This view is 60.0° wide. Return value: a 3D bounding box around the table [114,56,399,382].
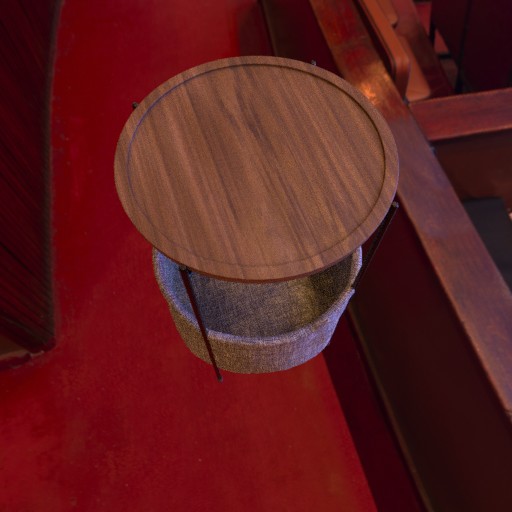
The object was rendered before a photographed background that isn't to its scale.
[{"bbox_3d":[0.000,0.000,0.882,0.400,0.623,0.400,-17,64,-8],"label":"table"}]
